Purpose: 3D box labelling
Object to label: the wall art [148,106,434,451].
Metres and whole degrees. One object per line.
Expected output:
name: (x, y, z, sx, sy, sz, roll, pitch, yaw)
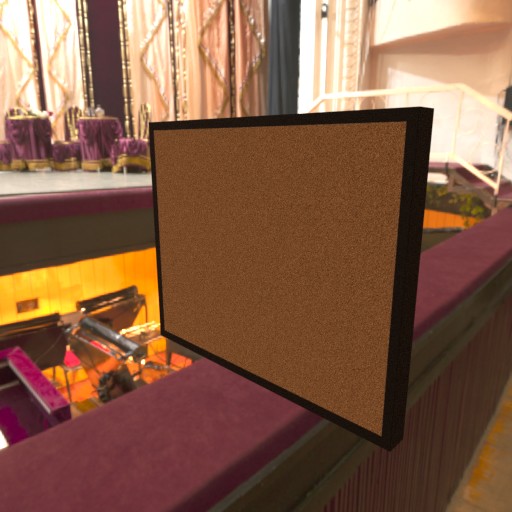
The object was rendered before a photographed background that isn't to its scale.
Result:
wall art: (0.000, 0.000, 0.542, 0.397, 0.325, 0.028, 13, 19, 42)
